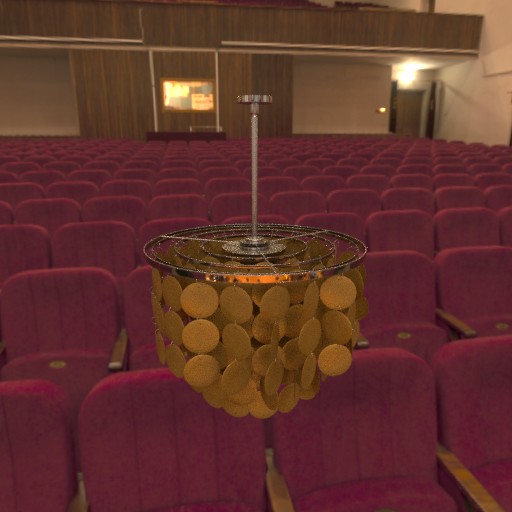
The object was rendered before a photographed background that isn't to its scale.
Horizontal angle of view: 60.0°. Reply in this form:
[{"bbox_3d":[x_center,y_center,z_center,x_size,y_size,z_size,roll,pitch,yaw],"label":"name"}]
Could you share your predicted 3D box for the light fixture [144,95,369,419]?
[{"bbox_3d":[0.000,0.000,0.723,0.368,0.492,0.368,0,15,0],"label":"light fixture"}]
